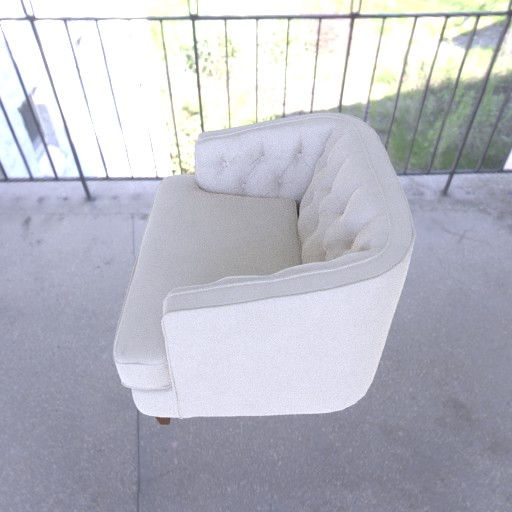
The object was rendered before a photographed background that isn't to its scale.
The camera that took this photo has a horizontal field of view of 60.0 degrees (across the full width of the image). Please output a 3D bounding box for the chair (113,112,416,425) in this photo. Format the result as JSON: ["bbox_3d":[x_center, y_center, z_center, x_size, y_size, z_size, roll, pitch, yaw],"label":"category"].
[{"bbox_3d":[0.000,0.000,1.786,0.941,0.852,1.104,0,42,0],"label":"chair"}]
